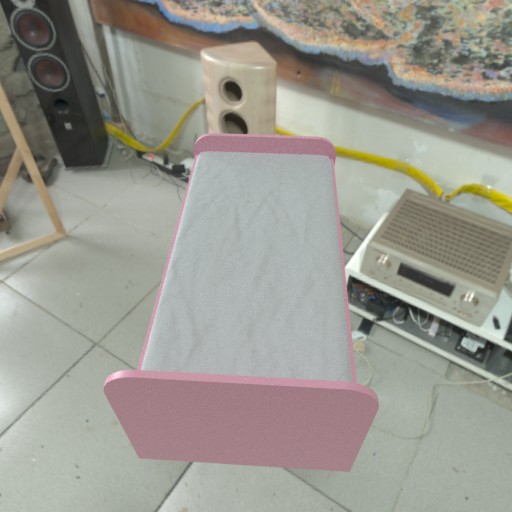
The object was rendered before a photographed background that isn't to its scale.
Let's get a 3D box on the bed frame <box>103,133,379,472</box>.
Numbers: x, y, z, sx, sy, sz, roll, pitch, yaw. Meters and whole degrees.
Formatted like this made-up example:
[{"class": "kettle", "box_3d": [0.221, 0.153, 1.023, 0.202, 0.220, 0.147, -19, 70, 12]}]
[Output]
[{"class": "bed frame", "box_3d": [0.000, 0.000, 2.475, 0.998, 0.805, 1.963, 3, 47, 2]}]
